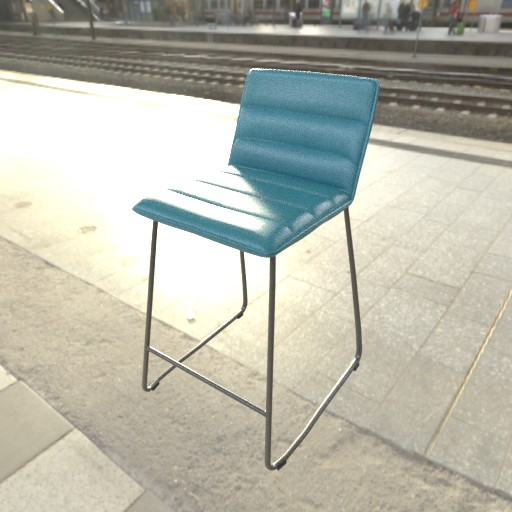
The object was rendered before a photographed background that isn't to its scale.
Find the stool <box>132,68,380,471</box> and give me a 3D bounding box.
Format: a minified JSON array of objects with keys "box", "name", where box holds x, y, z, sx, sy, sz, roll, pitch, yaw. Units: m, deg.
[{"box":[0.000,0.000,1.178,0.489,0.866,0.524,19,34,30],"name":"stool"}]
